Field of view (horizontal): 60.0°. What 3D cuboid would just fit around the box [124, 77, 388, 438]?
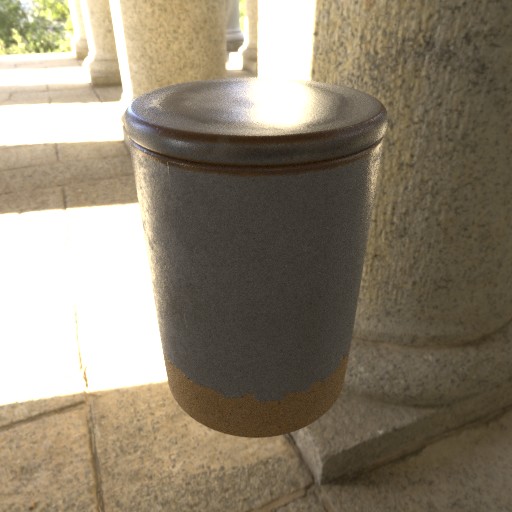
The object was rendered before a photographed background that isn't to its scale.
[{"bbox_3d":[0.000,0.000,0.246,0.118,0.168,0.118,0,32,0],"label":"box"}]
